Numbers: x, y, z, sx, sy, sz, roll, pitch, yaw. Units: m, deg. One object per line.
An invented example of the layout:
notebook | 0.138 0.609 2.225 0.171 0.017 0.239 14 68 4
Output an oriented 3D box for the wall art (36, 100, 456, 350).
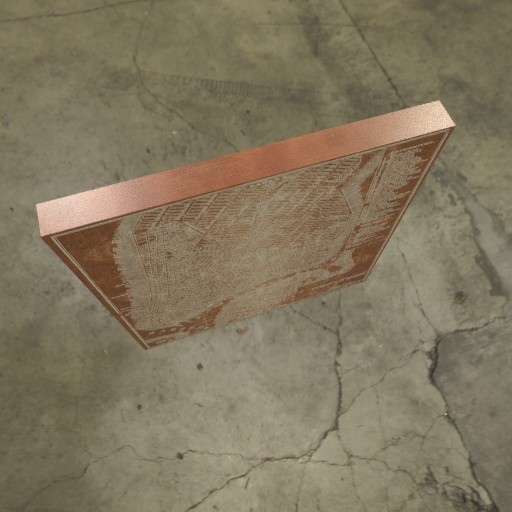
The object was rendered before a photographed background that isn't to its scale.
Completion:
wall art | 0.000 0.000 0.597 0.403 0.403 0.035 -16 65 -8
